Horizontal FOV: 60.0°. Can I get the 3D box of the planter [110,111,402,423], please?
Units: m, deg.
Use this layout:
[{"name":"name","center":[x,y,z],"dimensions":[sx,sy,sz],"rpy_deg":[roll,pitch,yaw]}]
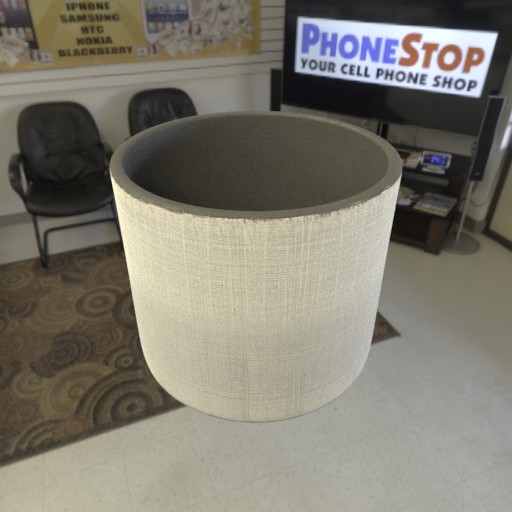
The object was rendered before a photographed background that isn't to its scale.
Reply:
[{"name":"planter","center":[0.000,0.000,0.402],"dimensions":[0.226,0.201,0.226],"rpy_deg":[0,34,0]}]
